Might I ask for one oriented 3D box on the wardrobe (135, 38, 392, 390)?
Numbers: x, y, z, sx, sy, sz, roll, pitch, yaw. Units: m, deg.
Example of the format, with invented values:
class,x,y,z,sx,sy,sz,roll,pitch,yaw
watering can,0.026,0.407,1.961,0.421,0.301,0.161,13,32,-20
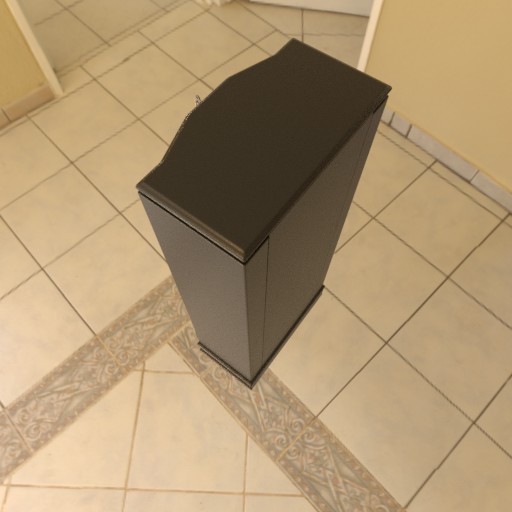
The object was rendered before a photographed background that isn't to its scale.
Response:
class,x,y,z,sx,sy,sz,roll,pitch,yaw
wardrobe,0.000,0.000,1.190,0.295,1.011,0.444,34,68,16
